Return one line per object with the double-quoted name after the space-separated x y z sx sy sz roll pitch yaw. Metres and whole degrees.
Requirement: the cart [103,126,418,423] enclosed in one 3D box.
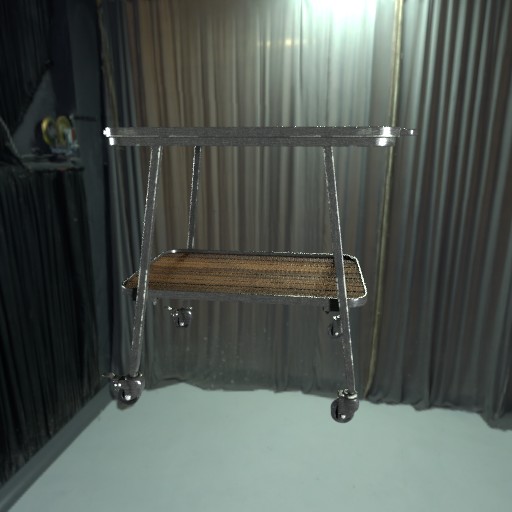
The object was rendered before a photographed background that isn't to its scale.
0.000 0.000 1.265 0.806 0.700 0.515 2 15 8 "cart"
